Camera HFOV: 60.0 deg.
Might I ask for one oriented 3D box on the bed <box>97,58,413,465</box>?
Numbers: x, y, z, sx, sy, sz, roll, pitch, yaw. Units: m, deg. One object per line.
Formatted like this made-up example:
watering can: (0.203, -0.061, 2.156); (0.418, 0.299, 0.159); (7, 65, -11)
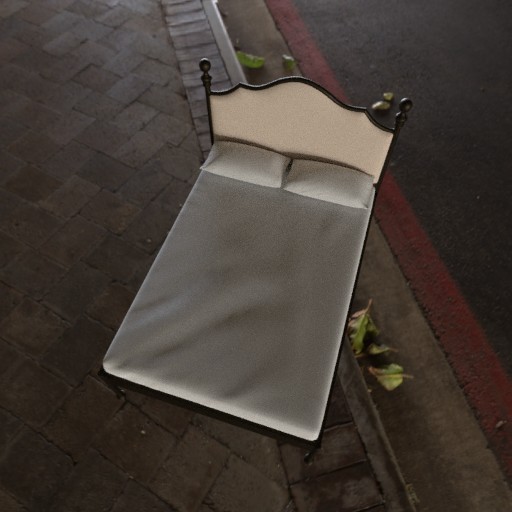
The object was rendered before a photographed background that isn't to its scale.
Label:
bed: (0.000, 0.000, 3.136); (1.533, 1.462, 2.170); (15, 59, 9)
